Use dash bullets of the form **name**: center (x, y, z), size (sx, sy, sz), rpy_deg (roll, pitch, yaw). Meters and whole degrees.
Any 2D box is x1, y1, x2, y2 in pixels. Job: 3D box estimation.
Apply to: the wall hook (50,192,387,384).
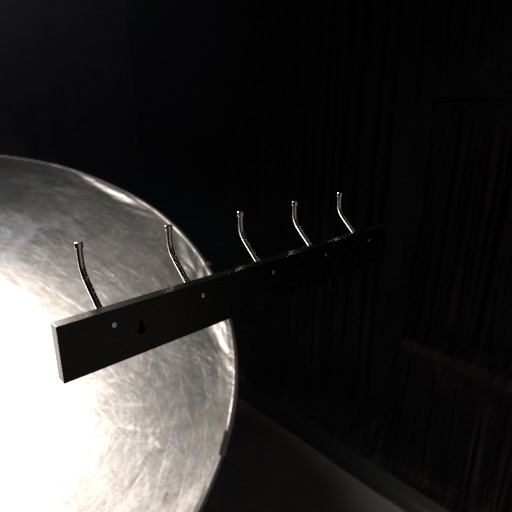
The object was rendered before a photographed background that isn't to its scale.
- **wall hook**: center (0.000, 0.000, 0.617), size (0.571, 0.117, 0.071), rpy_deg (-16, 23, -41)
